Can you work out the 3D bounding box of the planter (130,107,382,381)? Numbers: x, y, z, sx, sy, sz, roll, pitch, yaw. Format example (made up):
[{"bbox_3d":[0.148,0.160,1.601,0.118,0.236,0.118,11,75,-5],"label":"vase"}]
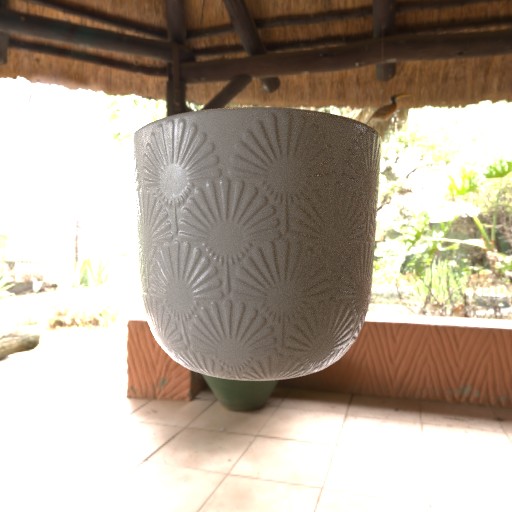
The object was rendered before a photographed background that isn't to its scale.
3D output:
[{"bbox_3d":[0.000,0.000,0.309,0.170,0.152,0.170,0,0,0],"label":"planter"}]
